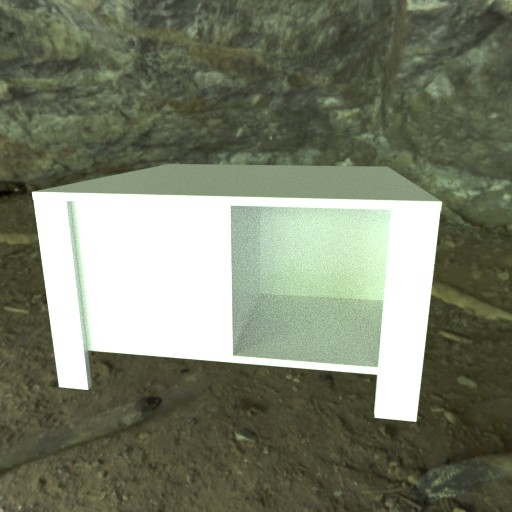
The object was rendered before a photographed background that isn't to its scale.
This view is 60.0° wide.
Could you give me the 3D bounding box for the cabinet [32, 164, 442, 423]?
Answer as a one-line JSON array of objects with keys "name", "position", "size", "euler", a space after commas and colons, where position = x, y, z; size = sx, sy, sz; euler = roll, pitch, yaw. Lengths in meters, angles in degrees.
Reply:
[{"name": "cabinet", "position": [0.000, 0.000, 1.288], "size": [0.800, 0.460, 0.800], "euler": [3, 16, 9]}]
